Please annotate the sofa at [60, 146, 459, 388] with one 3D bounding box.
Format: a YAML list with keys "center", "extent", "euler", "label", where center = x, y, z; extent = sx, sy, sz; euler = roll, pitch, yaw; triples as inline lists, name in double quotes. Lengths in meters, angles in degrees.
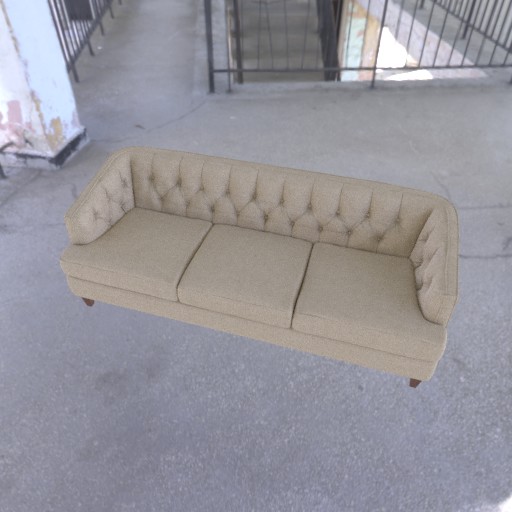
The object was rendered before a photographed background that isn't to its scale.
- center: [0.000, 0.000, 2.754]
  extent: [2.235, 0.788, 0.913]
  euler: [12, 43, 12]
  label: "sofa"
